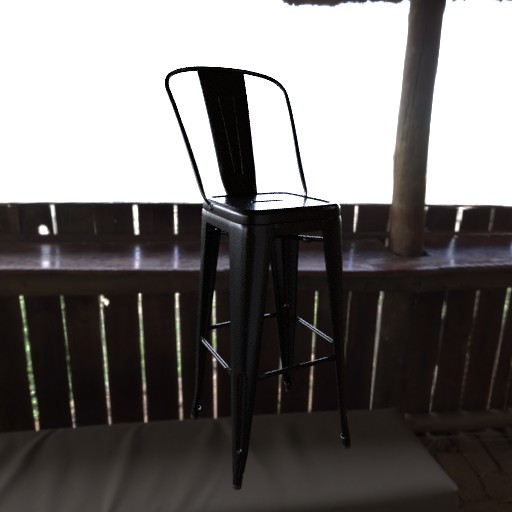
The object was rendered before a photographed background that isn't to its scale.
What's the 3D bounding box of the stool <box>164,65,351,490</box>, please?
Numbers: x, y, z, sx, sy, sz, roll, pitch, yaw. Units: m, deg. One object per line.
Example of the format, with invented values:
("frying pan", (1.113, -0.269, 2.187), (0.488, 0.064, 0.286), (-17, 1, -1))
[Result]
("stool", (0.000, 0.000, 1.302), (0.399, 1.096, 0.513), (-7, 17, -26))
